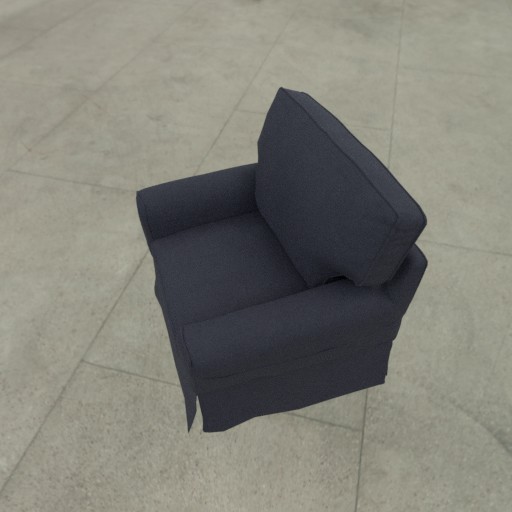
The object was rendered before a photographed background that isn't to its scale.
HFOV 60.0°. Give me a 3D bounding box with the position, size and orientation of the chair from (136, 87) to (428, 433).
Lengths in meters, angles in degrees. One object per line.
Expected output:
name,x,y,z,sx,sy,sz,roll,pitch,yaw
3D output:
chair,0.000,0.000,2.057,1.002,1.140,1.119,-15,48,-14
